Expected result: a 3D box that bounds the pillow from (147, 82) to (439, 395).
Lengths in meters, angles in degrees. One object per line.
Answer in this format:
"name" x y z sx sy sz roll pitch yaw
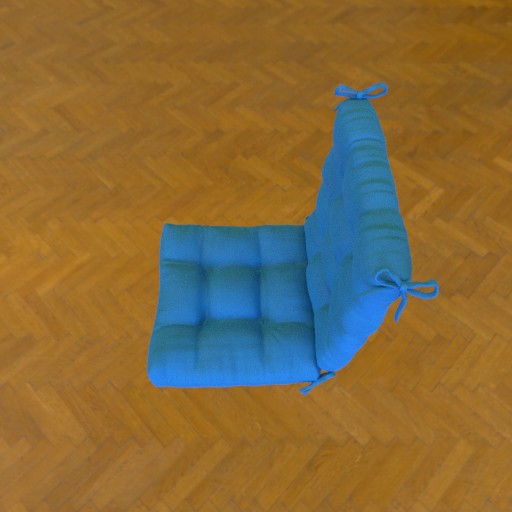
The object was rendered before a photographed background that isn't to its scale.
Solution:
"pillow" 0.000 0.000 1.048 0.571 0.605 0.519 -1 59 -1
